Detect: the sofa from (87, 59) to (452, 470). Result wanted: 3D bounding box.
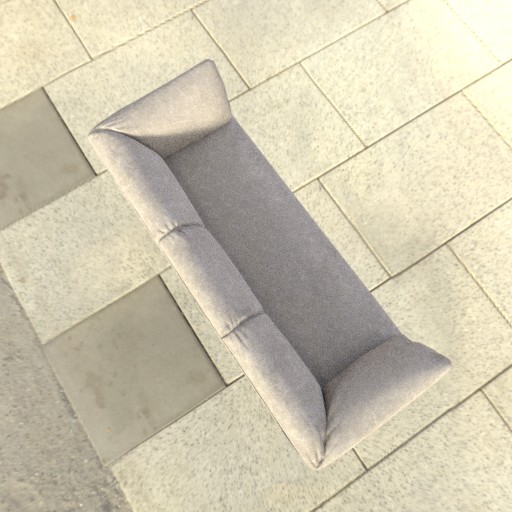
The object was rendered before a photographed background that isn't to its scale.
[{"bbox_3d":[0.000,0.000,2.687,0.899,0.758,2.238,-34,78,-8],"label":"sofa"}]
